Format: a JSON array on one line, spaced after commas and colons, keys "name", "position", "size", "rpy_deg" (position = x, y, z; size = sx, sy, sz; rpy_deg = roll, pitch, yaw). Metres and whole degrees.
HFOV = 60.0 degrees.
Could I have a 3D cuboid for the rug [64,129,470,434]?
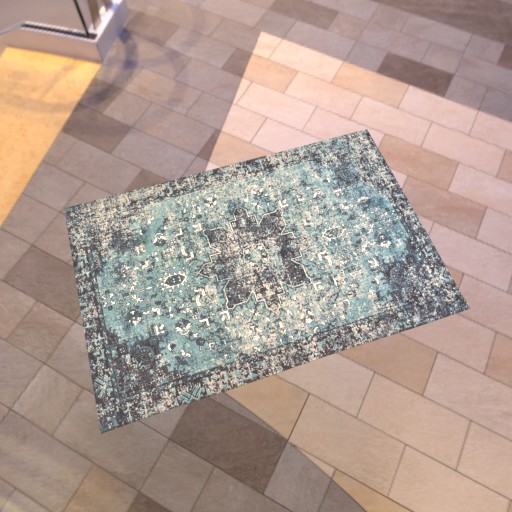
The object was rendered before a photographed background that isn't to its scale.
[{"name": "rug", "position": [0.000, 0.000, 2.317], "size": [1.828, 0.005, 1.219], "rpy_deg": [-16, 65, -8]}]
